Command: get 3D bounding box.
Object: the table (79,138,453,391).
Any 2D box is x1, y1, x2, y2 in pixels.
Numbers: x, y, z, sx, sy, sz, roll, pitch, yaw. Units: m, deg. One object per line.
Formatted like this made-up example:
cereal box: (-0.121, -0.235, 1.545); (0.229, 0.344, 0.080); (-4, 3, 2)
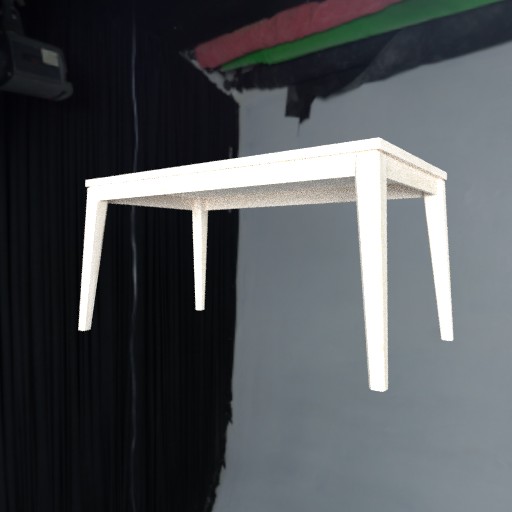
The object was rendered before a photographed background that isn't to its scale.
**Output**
table: (0.000, 0.000, 2.140); (1.600, 0.760, 0.900); (1, 2, 36)
